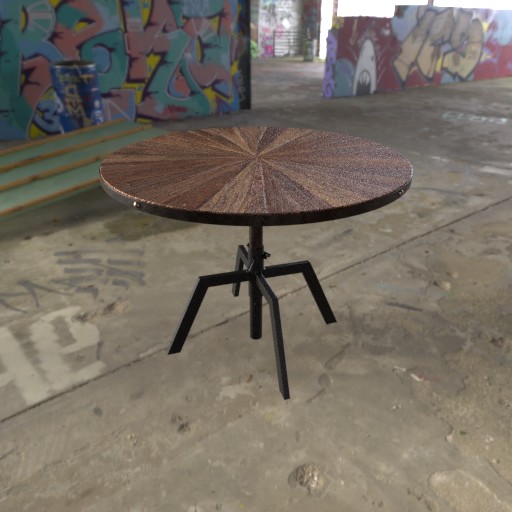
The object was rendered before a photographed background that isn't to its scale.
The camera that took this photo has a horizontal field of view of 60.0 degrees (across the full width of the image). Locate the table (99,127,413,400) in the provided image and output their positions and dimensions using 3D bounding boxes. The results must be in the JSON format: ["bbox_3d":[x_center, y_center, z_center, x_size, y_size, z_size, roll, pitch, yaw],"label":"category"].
[{"bbox_3d":[0.000,0.000,1.459,0.885,0.658,0.885,0,28,0],"label":"table"}]
